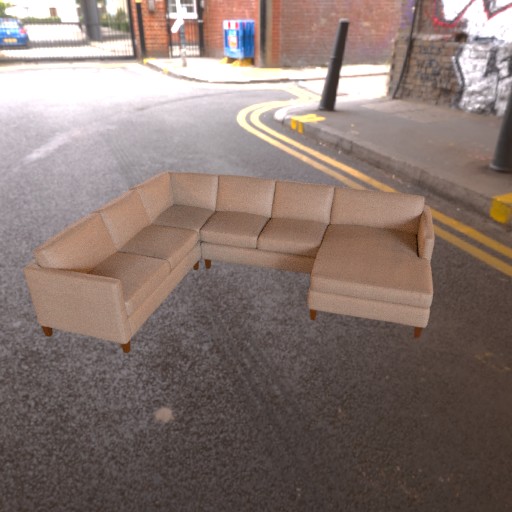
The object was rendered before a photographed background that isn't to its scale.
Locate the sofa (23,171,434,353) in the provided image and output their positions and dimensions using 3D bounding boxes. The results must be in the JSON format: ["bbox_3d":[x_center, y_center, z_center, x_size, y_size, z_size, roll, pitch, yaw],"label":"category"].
[{"bbox_3d":[0.000,0.000,4.556,3.460,0.961,2.594,8,29,15],"label":"sofa"}]
